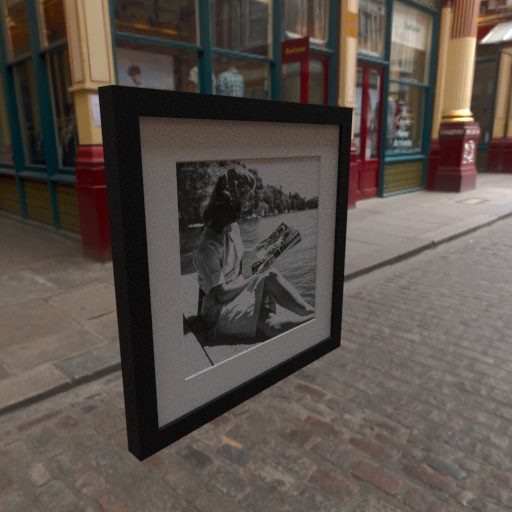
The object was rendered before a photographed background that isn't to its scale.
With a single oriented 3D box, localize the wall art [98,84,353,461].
[{"bbox_3d":[0.000,0.000,0.687,0.030,0.458,0.462,14,20,42],"label":"wall art"}]
